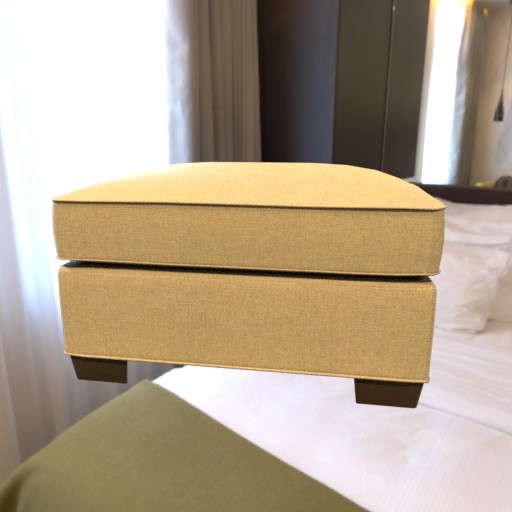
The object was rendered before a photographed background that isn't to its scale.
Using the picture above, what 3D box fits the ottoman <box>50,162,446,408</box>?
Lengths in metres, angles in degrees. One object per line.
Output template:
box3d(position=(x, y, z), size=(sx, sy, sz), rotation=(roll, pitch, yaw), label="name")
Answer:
box3d(position=(0.000, 0.000, 1.237), size=(0.843, 0.504, 0.619), rotation=(2, 15, 8), label="ottoman")
